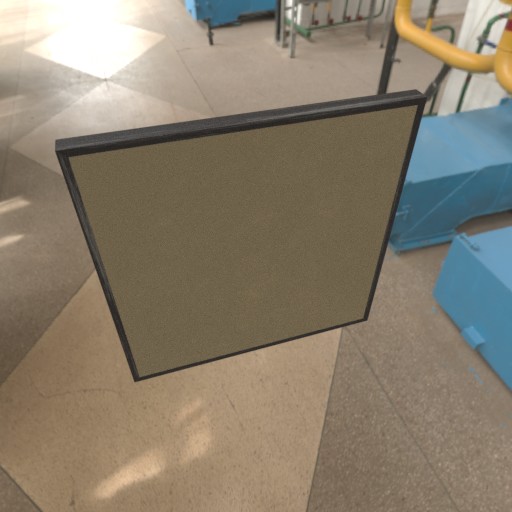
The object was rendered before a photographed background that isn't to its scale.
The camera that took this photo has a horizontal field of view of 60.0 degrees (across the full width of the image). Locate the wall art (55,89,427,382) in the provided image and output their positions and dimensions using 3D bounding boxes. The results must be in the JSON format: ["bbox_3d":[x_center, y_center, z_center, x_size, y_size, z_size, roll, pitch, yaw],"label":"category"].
[{"bbox_3d":[0.000,0.000,1.143,0.762,0.758,0.043,-12,44,-13],"label":"wall art"}]
